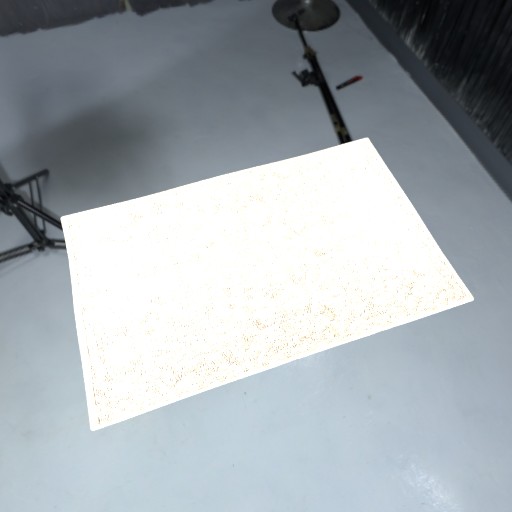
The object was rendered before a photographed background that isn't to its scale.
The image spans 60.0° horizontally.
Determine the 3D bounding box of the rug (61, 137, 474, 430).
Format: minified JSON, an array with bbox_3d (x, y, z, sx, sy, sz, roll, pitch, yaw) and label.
[{"bbox_3d":[0.000,0.000,2.999,2.435,0.012,1.529,-16,60,-10],"label":"rug"}]
